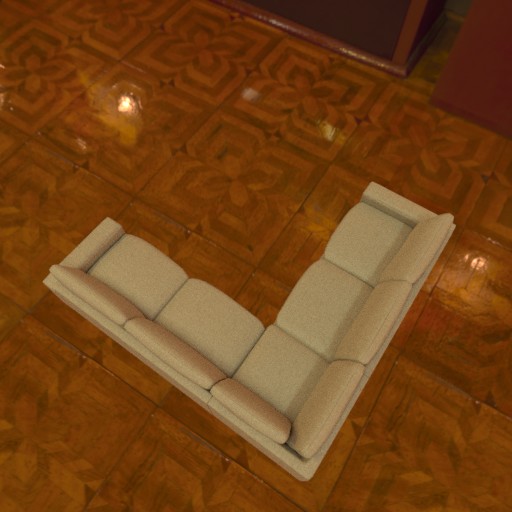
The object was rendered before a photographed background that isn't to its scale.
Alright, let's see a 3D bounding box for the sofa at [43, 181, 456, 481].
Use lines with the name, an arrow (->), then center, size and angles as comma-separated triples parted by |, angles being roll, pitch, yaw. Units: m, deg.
sofa -> 0.000, 0.000, 4.072 | 2.742, 0.800, 2.622 | 32, 67, 15
